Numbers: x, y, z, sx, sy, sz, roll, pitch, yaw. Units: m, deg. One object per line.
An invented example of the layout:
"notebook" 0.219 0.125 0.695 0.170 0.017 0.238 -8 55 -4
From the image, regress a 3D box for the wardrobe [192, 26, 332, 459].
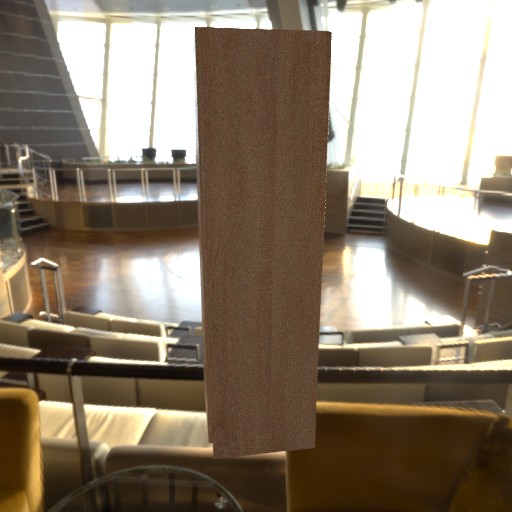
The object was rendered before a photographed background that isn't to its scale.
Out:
"wardrobe" 0.000 0.000 2.379 0.588 2.117 0.496 -2 16 -9
